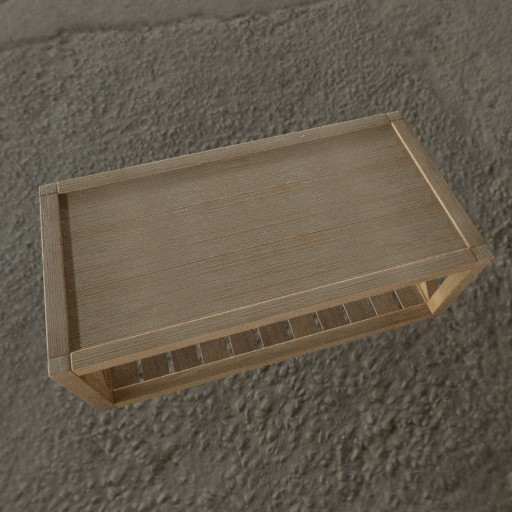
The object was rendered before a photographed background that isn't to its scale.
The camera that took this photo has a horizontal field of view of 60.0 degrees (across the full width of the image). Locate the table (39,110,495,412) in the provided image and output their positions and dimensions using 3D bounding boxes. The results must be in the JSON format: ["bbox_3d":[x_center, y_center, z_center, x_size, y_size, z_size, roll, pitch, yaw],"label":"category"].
[{"bbox_3d":[0.000,0.000,1.596,1.321,0.457,0.660,-14,60,-8],"label":"table"}]
